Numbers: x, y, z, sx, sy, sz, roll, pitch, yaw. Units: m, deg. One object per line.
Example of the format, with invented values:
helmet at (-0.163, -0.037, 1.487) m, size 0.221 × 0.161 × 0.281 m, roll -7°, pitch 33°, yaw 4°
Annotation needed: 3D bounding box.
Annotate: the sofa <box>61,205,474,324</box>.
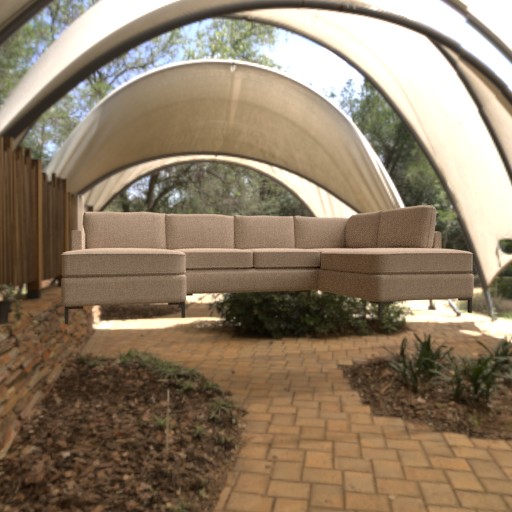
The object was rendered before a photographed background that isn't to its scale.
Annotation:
sofa at (0.000, 0.000, 4.325) m, size 3.423 × 0.996 × 2.021 m, roll 0°, pitch 1°, yaw -19°
